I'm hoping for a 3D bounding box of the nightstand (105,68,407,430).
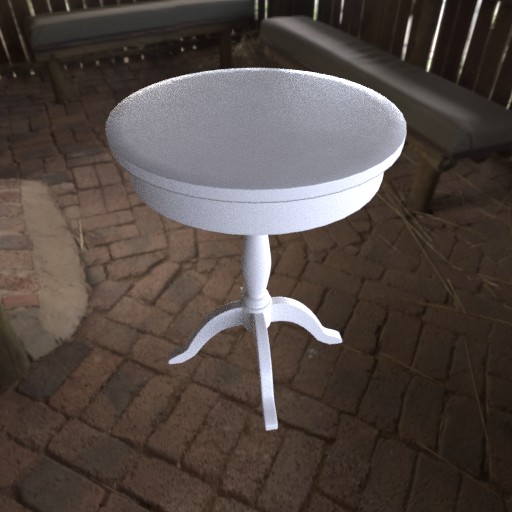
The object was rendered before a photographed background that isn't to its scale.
[{"bbox_3d":[0.000,0.000,0.986,0.513,0.653,0.513,0,40,0],"label":"nightstand"}]
